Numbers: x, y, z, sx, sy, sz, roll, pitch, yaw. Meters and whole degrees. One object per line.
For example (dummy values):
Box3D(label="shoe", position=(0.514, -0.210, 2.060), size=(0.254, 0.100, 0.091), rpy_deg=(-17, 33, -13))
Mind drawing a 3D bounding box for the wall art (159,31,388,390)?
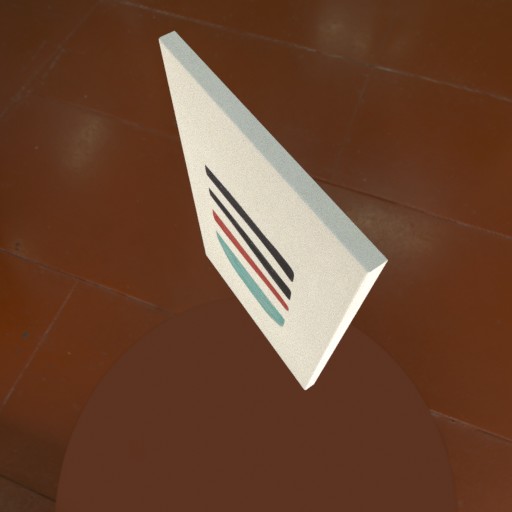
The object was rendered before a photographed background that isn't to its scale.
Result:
Box3D(label="wall art", position=(0.000, 0.000, 1.151), size=(0.038, 0.912, 0.607), rpy_deg=(-32, 67, -15))
